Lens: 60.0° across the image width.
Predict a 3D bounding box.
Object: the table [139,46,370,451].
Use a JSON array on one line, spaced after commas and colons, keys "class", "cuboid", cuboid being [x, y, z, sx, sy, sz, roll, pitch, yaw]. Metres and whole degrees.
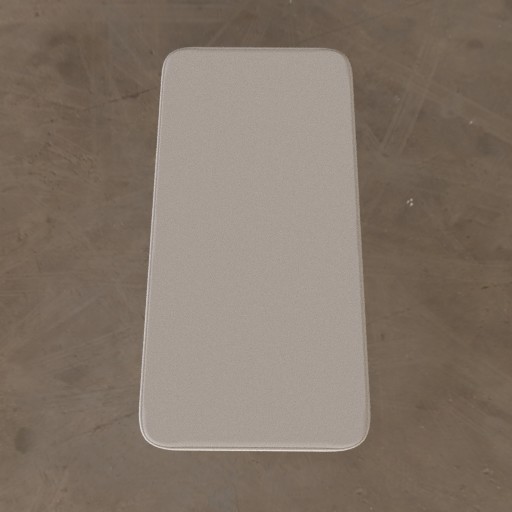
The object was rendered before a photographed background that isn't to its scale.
[{"class": "table", "cuboid": [0.000, 0.000, 1.644, 0.610, 0.729, 1.219, 0, 76, 0]}]
